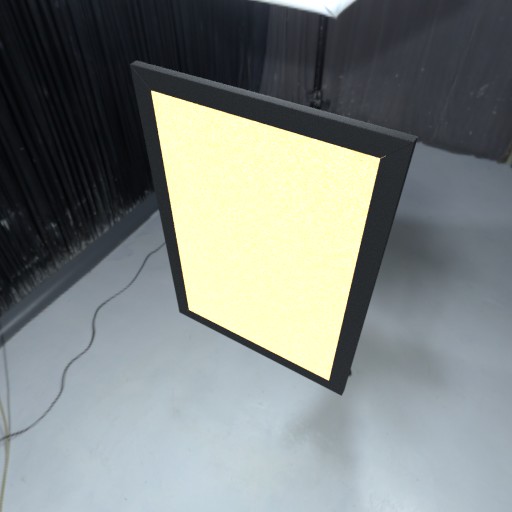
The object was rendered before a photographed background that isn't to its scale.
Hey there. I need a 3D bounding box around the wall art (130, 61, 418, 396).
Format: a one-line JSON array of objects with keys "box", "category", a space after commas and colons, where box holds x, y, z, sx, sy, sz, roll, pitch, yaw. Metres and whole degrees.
[{"box": [0.000, 0.000, 0.609, 0.326, 0.459, 0.011, 23, 50, 21], "category": "wall art"}]
